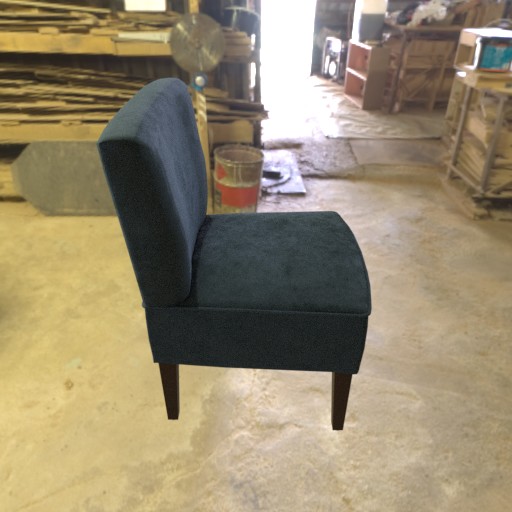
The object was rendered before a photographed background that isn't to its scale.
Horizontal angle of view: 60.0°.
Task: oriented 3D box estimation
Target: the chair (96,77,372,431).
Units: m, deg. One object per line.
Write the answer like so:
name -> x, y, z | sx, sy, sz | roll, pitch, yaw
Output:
chair -> 0.000, 0.000, 1.159 | 0.551, 0.806, 0.521 | 0, 32, 0
